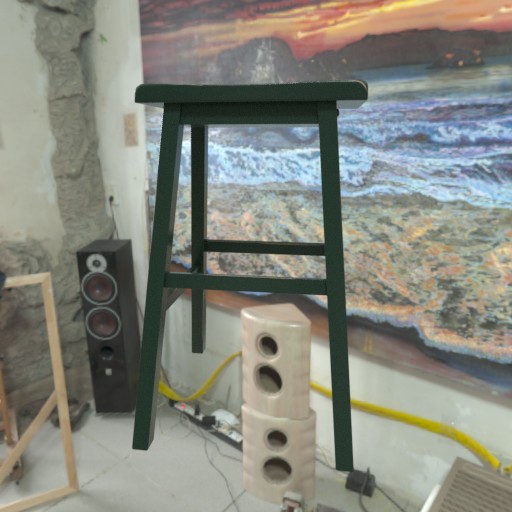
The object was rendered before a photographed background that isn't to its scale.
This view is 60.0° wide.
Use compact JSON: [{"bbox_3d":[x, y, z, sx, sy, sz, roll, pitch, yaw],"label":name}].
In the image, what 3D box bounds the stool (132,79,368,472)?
[{"bbox_3d":[0.000,0.000,1.036,0.457,0.737,0.476,2,15,8],"label":"stool"}]
